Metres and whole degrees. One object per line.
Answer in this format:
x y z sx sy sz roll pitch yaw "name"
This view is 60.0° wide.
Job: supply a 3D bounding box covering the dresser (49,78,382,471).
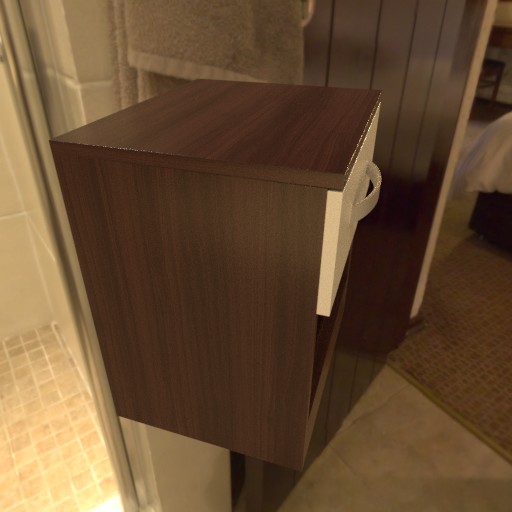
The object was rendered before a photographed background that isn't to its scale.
0.000 0.000 0.736 0.360 0.470 0.400 10 33 16 "dresser"
